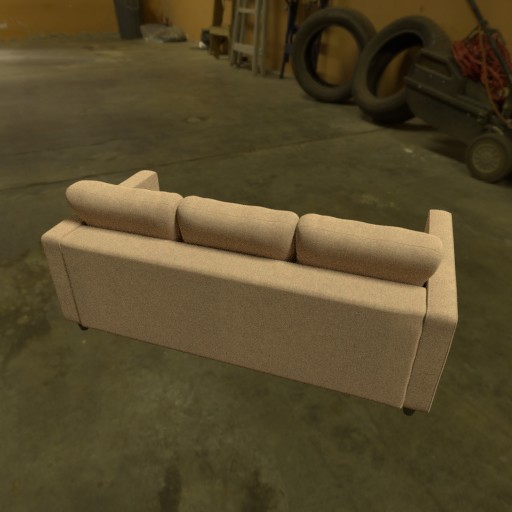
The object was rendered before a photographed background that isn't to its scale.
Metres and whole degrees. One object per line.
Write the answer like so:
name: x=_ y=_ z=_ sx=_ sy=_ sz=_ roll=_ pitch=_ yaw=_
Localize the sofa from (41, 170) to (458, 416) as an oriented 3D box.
sofa: x=0.000 y=0.000 z=2.307 sx=1.855 sy=0.800 sz=0.930 roll=10 pitch=33 yaw=16
